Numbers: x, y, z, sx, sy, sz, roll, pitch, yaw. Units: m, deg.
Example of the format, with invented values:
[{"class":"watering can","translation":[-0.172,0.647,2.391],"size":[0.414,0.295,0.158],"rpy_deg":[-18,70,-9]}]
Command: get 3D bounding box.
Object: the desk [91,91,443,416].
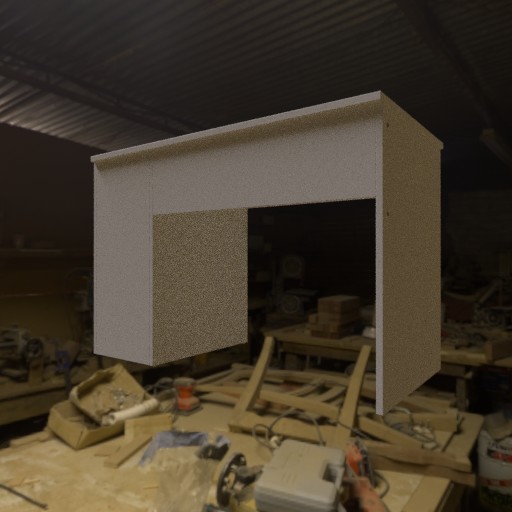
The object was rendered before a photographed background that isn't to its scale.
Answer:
[{"class":"desk","translation":[0.000,0.000,1.530],"size":[1.096,0.730,0.560],"rpy_deg":[0,0,36]}]
